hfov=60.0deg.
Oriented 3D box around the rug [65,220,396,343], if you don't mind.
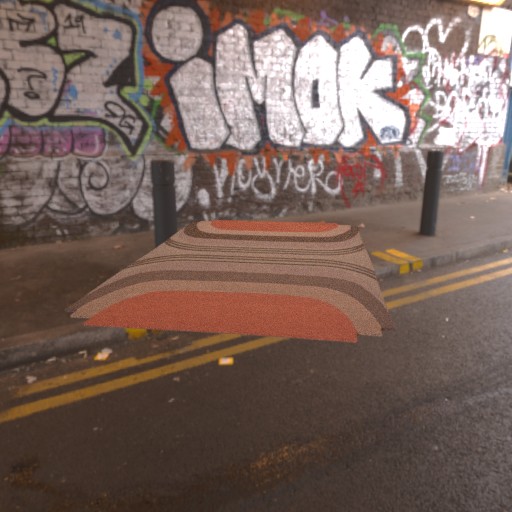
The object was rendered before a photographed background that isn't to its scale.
[{"bbox_3d":[0.000,0.000,3.030,1.530,0.017,2.446,2,16,8],"label":"rug"}]
